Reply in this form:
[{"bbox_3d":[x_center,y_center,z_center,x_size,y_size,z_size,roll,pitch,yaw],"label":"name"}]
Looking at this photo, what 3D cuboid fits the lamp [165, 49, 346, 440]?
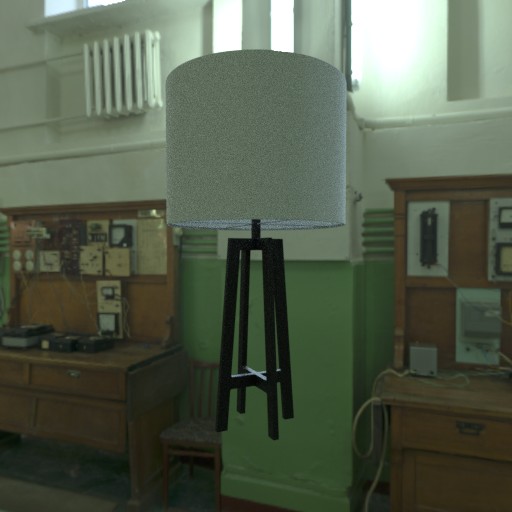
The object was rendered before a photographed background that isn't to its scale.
[{"bbox_3d":[0.000,0.000,0.644,0.257,0.489,0.257,0,0,19],"label":"lamp"}]
